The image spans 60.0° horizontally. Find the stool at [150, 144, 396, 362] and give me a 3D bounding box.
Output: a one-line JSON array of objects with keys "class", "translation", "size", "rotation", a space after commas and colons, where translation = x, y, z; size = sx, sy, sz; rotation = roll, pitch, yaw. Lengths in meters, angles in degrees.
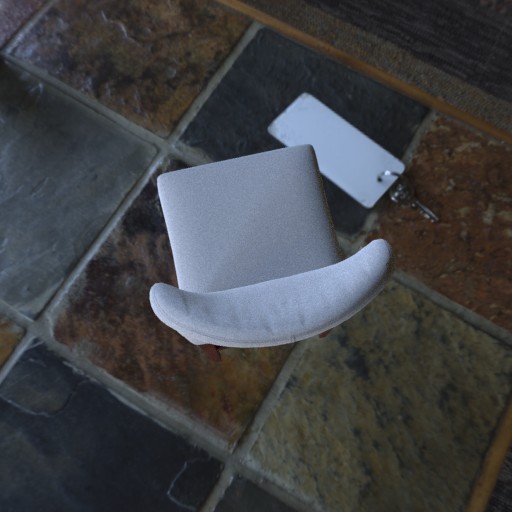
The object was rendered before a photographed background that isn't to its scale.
[{"class": "stool", "translation": [0.000, 0.000, 1.304], "size": [0.479, 0.968, 0.568], "rotation": [-13, 76, -3]}]
